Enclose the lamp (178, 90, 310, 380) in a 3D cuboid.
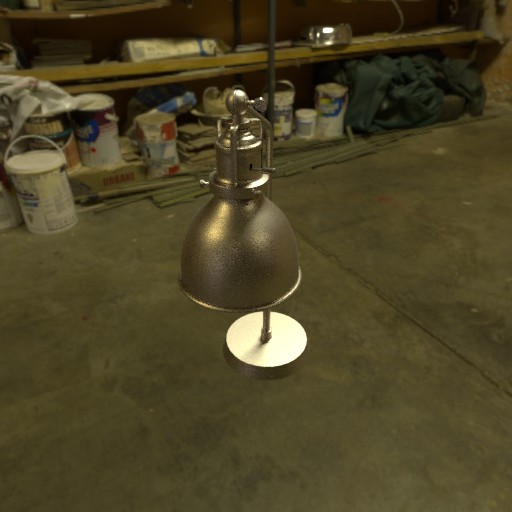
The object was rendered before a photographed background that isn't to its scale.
[{"bbox_3d":[0.000,0.000,0.601,0.153,0.456,0.286,8,33,13],"label":"lamp"}]
